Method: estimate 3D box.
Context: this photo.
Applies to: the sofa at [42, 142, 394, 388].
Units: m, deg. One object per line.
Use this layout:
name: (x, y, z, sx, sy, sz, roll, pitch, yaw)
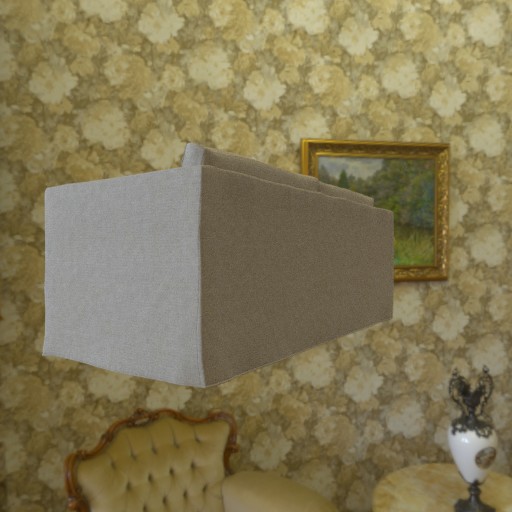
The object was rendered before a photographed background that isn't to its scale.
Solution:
sofa: (0.000, 0.000, 2.466, 0.956, 0.847, 1.987, 0, 0, 35)
